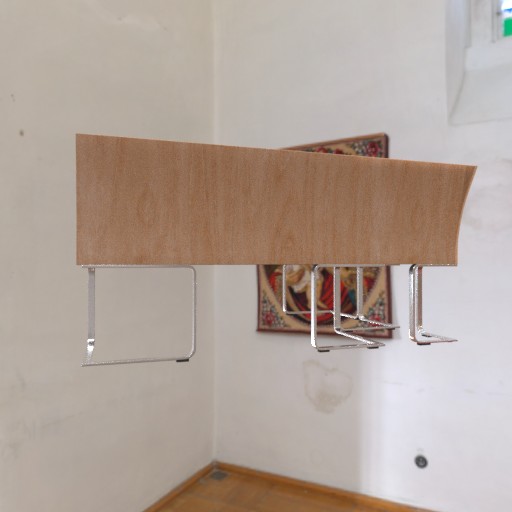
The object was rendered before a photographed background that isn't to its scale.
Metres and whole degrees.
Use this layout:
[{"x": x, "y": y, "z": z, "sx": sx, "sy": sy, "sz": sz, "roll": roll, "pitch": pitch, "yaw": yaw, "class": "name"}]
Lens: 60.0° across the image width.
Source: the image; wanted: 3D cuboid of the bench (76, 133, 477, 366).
[{"x": 0.000, "y": 0.000, "z": 2.717, "sx": 1.945, "sy": 0.930, "sz": 1.495, "roll": 0, "pitch": -1, "yaw": -18, "class": "bench"}]
